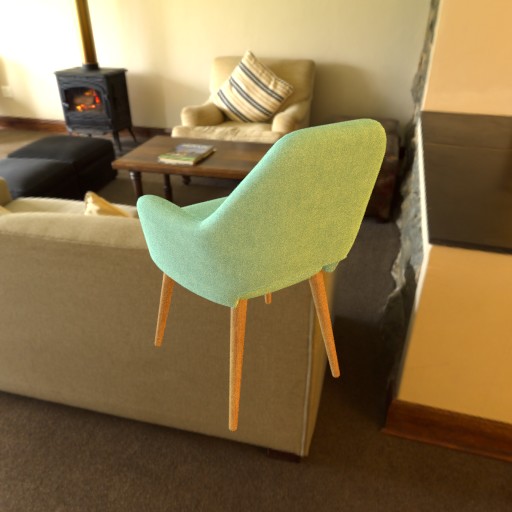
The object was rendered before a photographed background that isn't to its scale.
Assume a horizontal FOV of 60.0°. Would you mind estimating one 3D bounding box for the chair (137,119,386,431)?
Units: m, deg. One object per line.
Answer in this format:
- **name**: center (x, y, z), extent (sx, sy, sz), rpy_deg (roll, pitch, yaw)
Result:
- **chair**: center (0.000, 0.000, 1.236), extent (0.590, 0.840, 0.610), rpy_deg (-18, 34, -28)
